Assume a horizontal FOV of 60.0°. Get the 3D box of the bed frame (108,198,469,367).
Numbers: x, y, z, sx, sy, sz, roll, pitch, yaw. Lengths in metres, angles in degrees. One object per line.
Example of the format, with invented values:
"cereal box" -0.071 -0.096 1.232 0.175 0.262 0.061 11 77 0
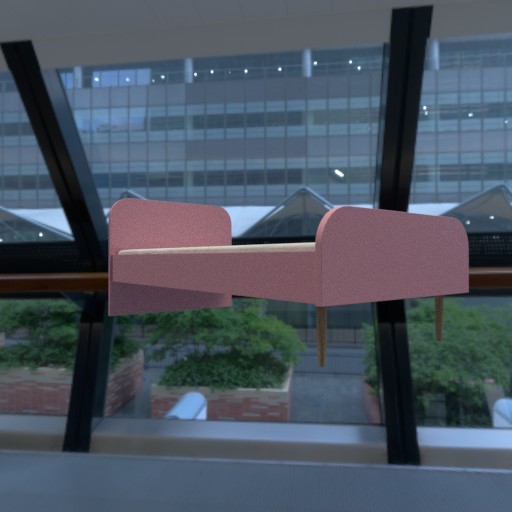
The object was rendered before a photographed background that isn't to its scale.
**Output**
"bed frame" 0.000 0.000 2.544 0.998 0.805 1.963 0 0 -38
